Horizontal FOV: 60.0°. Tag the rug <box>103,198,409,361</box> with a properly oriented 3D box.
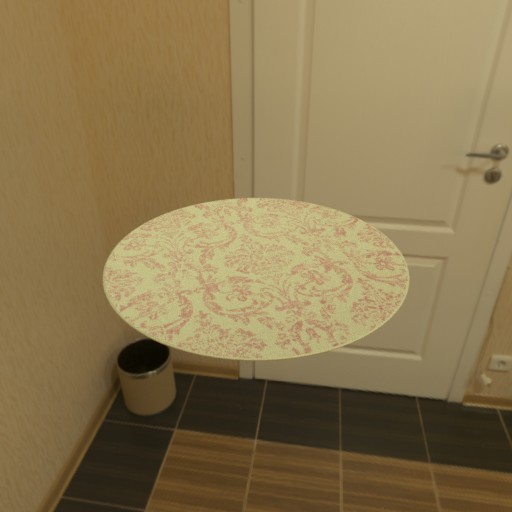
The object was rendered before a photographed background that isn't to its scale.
[{"bbox_3d":[0.000,0.000,2.400,1.593,0.012,1.593,0,30,0],"label":"rug"}]
